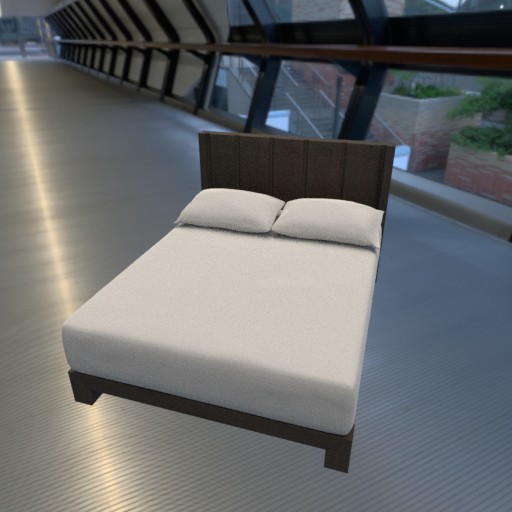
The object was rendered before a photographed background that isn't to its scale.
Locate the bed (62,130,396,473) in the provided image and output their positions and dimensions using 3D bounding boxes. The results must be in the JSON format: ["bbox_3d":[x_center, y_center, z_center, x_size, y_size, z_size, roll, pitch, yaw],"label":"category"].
[{"bbox_3d":[0.000,0.000,3.234,1.727,1.270,2.242,8,28,15],"label":"bed"}]
